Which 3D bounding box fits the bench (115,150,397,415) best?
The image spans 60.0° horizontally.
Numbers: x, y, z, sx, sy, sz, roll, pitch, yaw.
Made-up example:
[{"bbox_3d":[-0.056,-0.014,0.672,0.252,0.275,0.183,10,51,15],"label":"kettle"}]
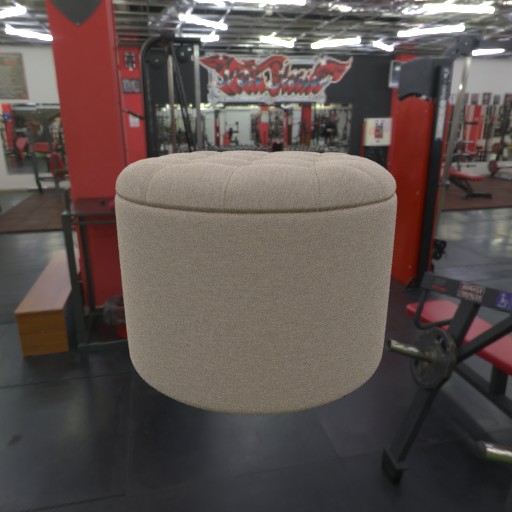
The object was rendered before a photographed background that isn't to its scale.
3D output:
[{"bbox_3d":[0.000,0.000,1.024,0.600,0.454,0.600,0,17,0],"label":"bench"}]
